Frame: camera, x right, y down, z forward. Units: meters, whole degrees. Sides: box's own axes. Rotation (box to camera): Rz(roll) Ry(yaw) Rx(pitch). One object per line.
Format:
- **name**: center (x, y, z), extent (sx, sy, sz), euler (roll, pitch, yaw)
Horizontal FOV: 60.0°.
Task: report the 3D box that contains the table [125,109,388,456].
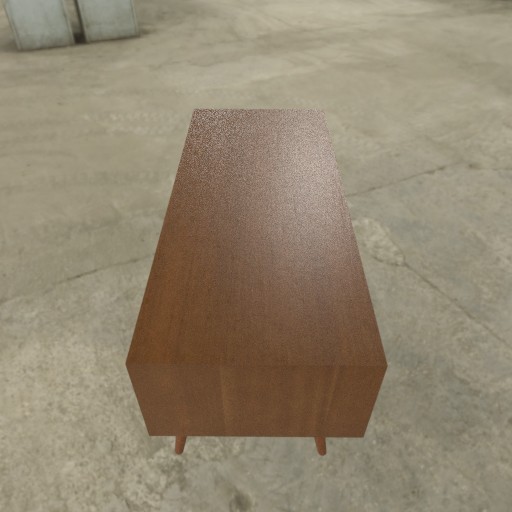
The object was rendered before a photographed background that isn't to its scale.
- **table**: center (0.000, 0.000, 1.381), extent (0.490, 0.464, 1.119), euler (0, 42, 0)
